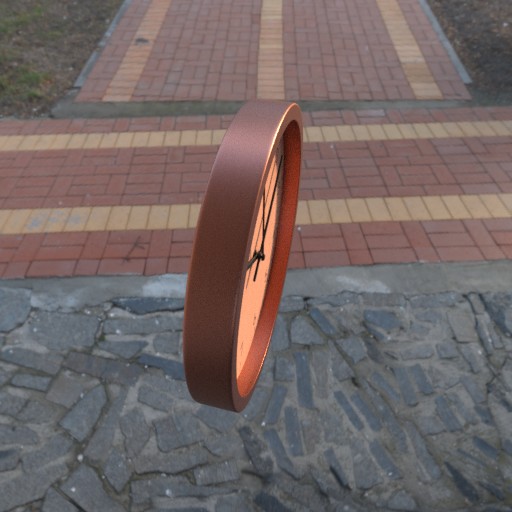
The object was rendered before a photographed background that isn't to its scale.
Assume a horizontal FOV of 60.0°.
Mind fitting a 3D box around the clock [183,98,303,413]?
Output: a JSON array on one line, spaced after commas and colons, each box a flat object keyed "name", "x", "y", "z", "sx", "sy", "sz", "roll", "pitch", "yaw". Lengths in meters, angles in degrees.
[{"name": "clock", "x": 0.000, "y": 0.000, "z": 0.470, "sx": 0.040, "sy": 0.313, "sz": 0.313, "roll": 11, "pitch": 47, "yaw": 10}]
